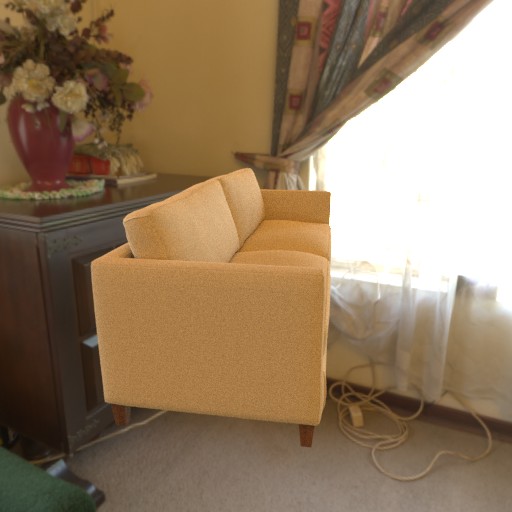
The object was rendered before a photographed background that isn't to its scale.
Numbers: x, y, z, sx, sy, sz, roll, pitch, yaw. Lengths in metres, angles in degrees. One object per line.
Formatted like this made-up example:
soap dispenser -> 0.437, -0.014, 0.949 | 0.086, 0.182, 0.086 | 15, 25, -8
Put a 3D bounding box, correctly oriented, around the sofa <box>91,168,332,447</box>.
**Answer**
sofa -> 0.000, 0.000, 2.828 | 0.951, 0.968, 2.361 | 3, 16, 9
